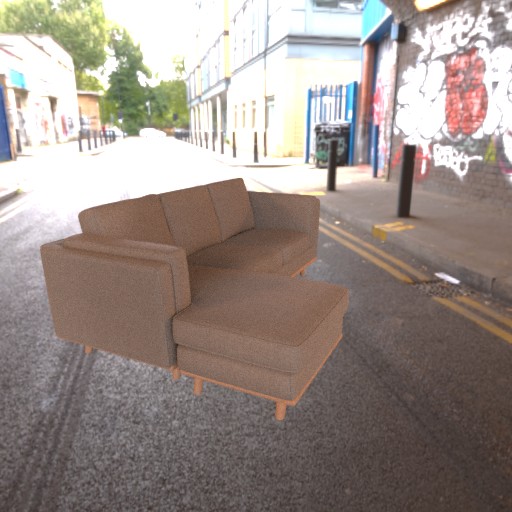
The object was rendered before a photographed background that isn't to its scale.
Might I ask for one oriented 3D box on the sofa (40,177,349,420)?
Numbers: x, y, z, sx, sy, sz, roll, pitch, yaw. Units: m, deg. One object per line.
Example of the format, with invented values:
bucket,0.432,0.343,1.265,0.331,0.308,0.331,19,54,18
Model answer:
sofa,0.000,0.000,3.251,1.604,0.929,2.411,8,18,25
